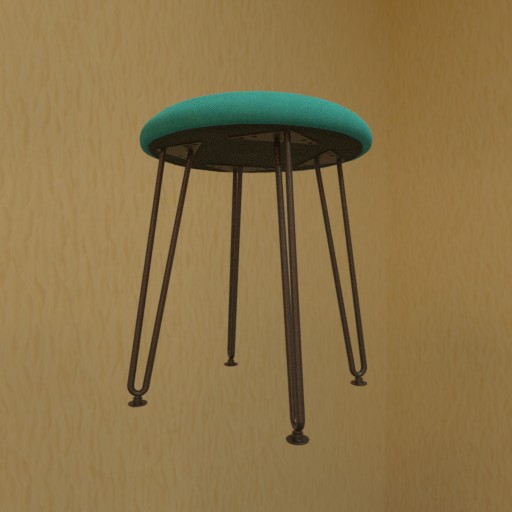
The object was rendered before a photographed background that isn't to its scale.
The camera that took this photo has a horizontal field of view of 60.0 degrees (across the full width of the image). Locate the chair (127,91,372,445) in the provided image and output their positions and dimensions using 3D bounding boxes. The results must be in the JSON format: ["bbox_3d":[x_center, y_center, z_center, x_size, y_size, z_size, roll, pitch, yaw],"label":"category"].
[{"bbox_3d":[0.000,0.000,0.691,0.350,0.430,0.350,0,1,17],"label":"chair"}]
